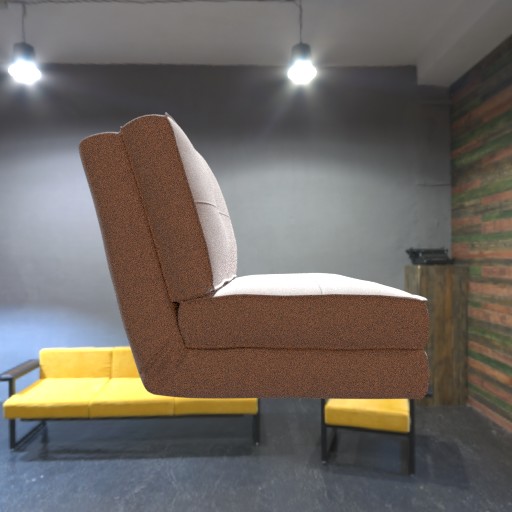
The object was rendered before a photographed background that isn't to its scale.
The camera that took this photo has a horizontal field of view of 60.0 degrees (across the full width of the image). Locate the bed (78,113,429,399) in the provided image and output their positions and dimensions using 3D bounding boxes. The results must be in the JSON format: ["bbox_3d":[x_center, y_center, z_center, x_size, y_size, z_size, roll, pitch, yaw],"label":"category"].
[{"bbox_3d":[0.000,0.000,1.305,0.749,0.614,0.799,0,0,1],"label":"bed"}]
